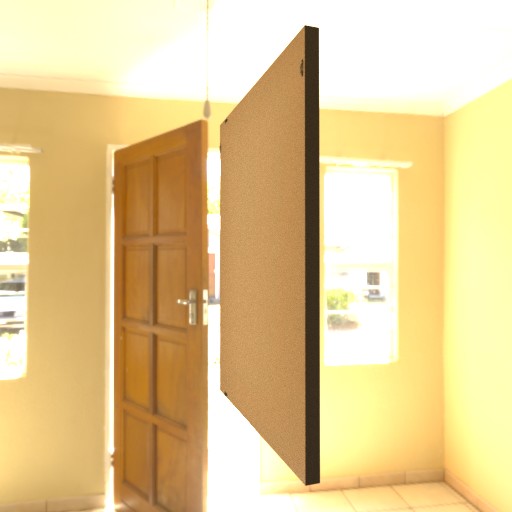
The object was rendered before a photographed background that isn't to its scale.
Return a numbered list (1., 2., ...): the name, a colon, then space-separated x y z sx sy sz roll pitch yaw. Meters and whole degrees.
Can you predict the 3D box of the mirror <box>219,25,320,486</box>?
1. mirror: 0.000 0.000 1.342 0.041 1.016 0.762 0 -1 -19
